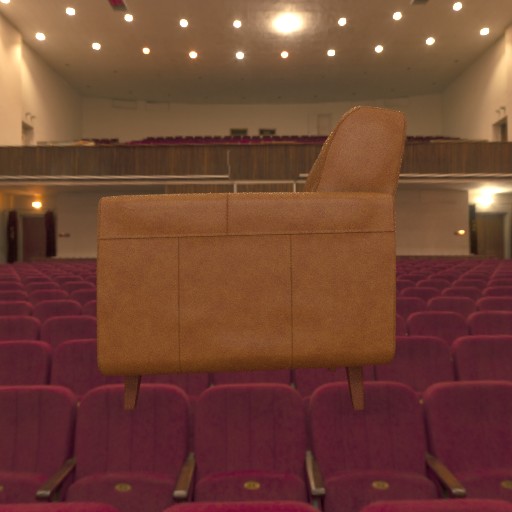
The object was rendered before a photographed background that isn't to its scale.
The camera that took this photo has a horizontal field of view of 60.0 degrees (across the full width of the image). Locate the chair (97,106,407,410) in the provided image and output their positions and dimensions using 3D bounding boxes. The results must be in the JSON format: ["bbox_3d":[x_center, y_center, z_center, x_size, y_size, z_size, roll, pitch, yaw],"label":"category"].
[{"bbox_3d":[0.000,0.000,1.651,0.942,0.968,0.845,0,-1,0],"label":"chair"}]
